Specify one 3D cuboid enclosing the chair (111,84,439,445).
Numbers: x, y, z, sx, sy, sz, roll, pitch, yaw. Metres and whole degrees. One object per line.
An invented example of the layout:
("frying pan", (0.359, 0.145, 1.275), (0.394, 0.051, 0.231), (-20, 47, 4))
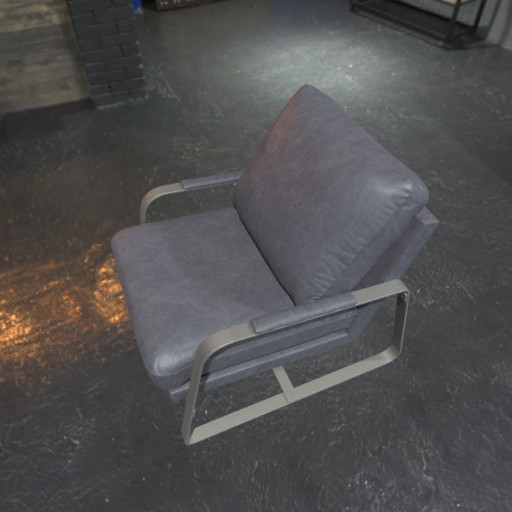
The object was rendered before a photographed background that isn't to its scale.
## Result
("chair", (0.000, 0.000, 1.478), (0.878, 0.839, 0.692), (-17, 49, -15))
